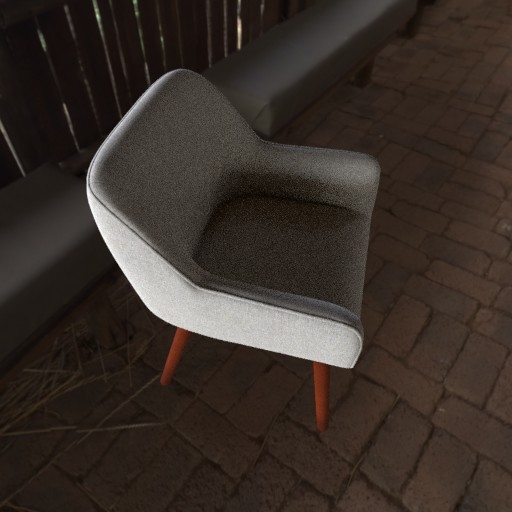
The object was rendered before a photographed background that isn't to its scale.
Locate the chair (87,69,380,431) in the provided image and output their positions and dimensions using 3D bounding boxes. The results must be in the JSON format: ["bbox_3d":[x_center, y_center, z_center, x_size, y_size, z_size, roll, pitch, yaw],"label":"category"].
[{"bbox_3d":[0.000,0.000,1.242,0.610,0.813,0.610,10,49,9],"label":"chair"}]
